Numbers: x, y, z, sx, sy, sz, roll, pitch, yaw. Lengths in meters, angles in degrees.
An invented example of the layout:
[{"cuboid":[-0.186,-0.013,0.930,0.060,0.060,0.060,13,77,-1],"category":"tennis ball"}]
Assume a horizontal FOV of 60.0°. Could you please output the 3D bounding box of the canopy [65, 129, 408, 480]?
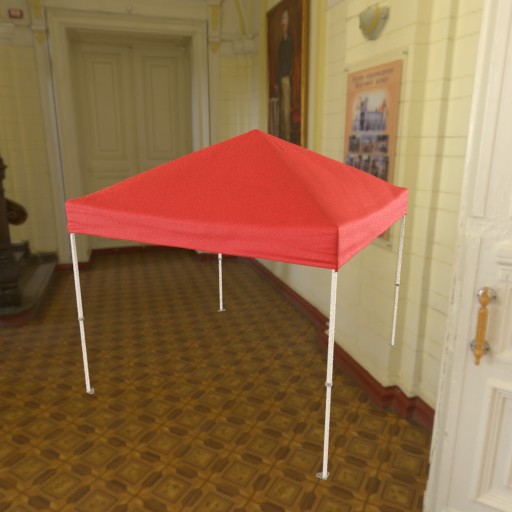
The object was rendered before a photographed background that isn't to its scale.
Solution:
[{"cuboid":[0.000,0.000,5.434,2.998,2.997,2.996,8,17,27],"category":"canopy"}]
